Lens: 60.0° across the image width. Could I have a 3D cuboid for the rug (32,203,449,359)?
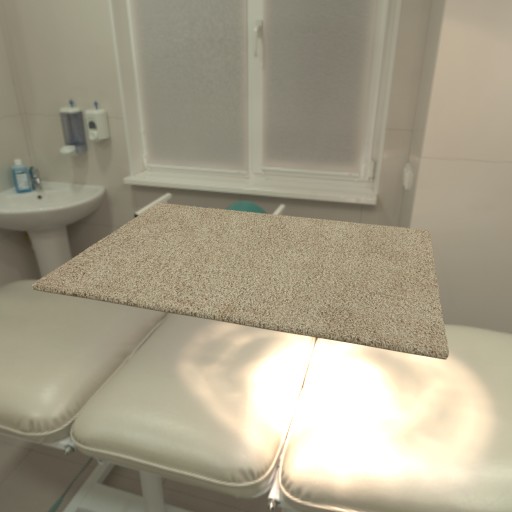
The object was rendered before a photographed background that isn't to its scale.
[{"bbox_3d":[0.000,0.000,2.314,1.778,0.030,1.219,7,26,15],"label":"rug"}]
